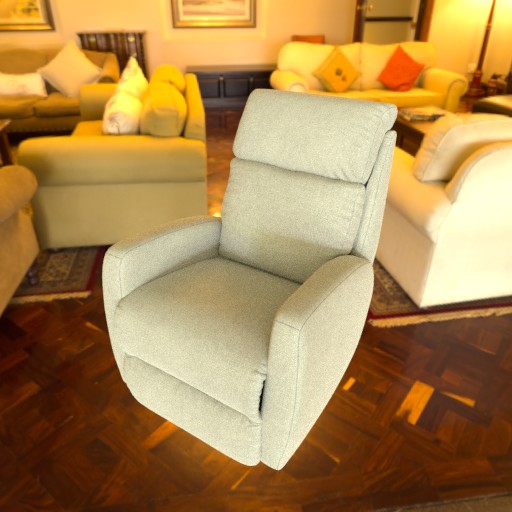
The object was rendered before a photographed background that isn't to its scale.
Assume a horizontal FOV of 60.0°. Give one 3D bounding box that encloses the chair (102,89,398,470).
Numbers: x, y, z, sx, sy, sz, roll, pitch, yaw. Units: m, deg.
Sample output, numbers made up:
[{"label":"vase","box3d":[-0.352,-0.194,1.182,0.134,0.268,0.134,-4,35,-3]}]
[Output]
[{"label":"chair","box3d":[0.000,0.000,1.618,0.812,1.015,0.941,18,35,28]}]
